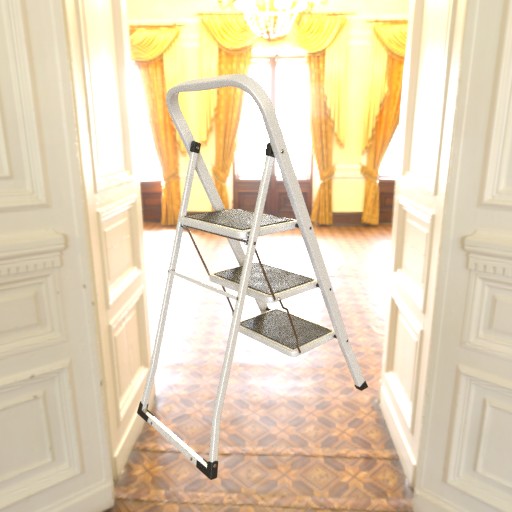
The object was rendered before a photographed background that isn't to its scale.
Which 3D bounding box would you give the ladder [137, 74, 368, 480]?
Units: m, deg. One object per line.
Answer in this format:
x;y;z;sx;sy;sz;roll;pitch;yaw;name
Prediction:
0.000;0.000;1.433;0.711;1.050;0.460;-14;21;-41;ladder
